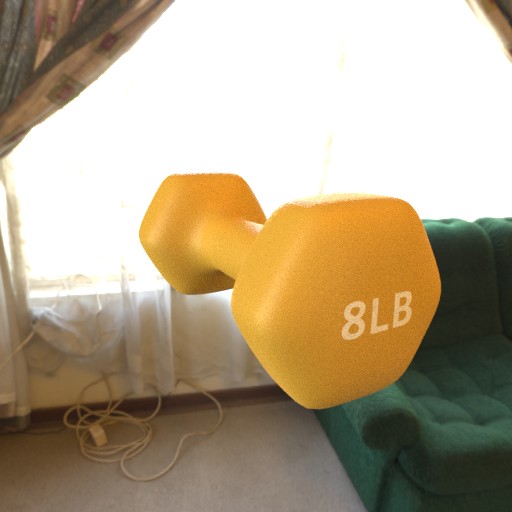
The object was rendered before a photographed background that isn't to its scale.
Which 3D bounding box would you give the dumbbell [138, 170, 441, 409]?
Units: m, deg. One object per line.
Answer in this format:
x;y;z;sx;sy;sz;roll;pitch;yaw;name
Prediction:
0.000;0.000;0.241;0.090;0.082;0.190;-8;17;-26;dumbbell
